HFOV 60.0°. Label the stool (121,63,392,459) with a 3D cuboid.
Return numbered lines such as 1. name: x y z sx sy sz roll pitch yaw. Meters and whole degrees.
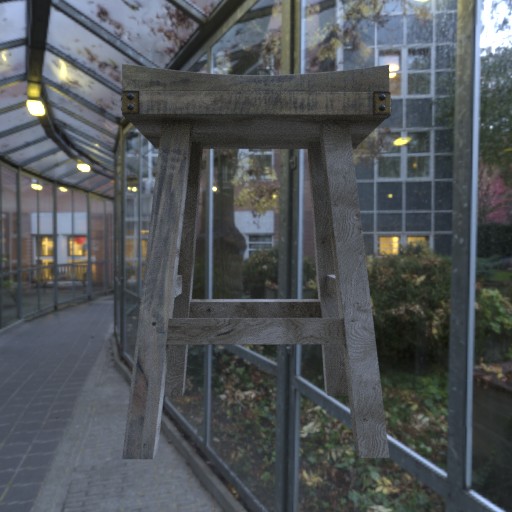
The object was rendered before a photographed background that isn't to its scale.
1. stool: 0.000 0.000 0.860 0.450 0.635 0.330 0 1 -1
